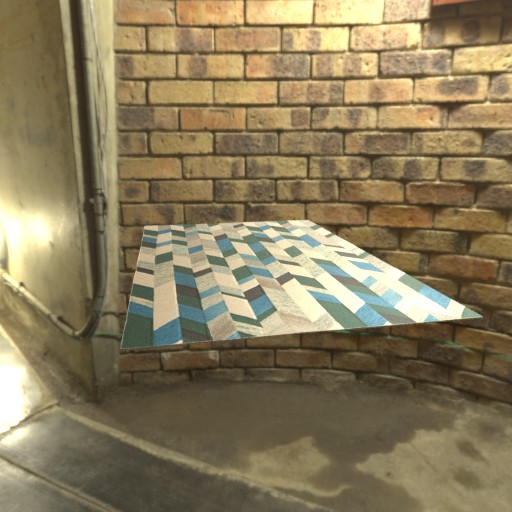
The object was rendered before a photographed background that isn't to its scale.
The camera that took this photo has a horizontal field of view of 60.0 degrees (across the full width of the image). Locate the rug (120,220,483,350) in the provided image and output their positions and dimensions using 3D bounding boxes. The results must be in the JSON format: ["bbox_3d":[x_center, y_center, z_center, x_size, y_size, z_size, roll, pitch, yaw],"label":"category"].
[{"bbox_3d":[0.000,0.000,2.892,1.507,0.007,2.433,-3,15,-11],"label":"rug"}]
